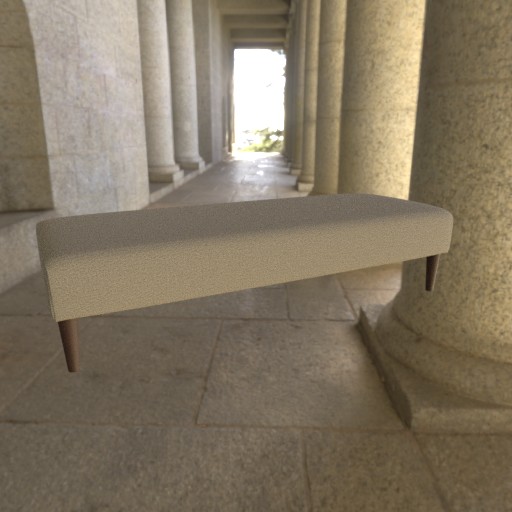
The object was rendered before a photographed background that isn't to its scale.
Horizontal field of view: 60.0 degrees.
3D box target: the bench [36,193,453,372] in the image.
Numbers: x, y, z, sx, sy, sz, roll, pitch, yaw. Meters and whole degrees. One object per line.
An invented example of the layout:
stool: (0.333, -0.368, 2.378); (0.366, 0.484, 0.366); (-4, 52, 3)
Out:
bench: (0.000, 0.000, 1.848); (1.609, 0.393, 0.646); (-8, 18, -26)
